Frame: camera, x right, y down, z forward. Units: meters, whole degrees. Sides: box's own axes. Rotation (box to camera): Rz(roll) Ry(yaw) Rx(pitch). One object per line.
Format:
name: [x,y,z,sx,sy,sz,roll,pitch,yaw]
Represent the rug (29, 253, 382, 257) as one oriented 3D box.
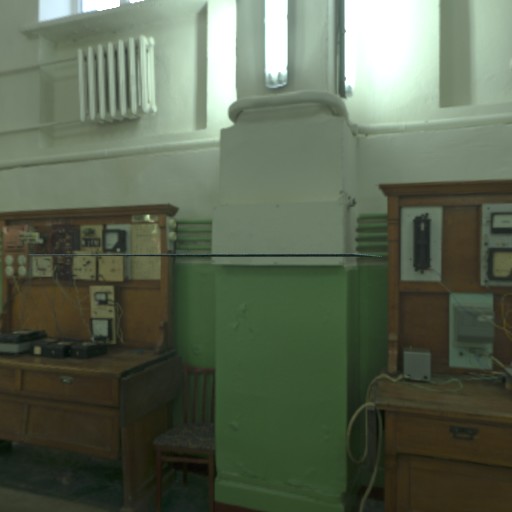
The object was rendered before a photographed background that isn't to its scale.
rug: [0.000,0.000,2.347,1.206,0.003,1.835,0,0,18]
